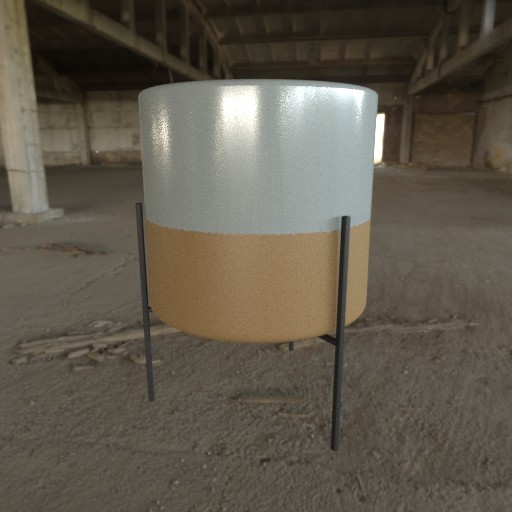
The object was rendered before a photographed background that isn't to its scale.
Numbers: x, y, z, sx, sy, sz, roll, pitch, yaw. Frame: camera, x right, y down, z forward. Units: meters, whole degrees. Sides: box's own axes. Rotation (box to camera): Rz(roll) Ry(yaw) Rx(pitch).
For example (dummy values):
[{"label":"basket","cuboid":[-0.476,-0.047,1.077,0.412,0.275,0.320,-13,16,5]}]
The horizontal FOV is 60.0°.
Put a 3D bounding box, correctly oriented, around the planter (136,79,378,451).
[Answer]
[{"label":"planter","cuboid":[0.000,0.000,0.629,0.310,0.432,0.310,2,14,8]}]
